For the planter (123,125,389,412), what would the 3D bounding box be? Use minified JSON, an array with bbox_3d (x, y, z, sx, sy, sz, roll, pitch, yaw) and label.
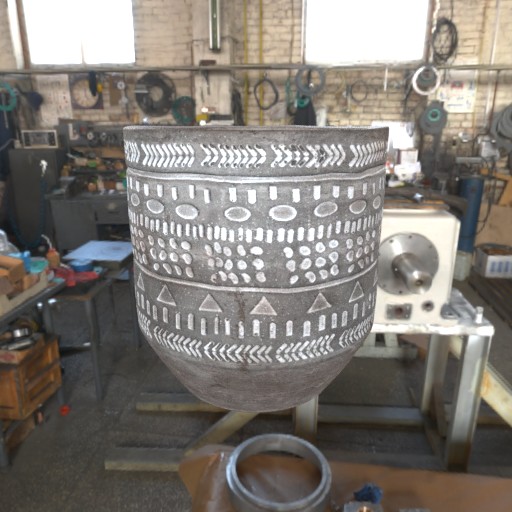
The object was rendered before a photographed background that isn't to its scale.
[{"bbox_3d":[0.000,0.000,0.227,0.122,0.128,0.122,0,17,0],"label":"planter"}]
